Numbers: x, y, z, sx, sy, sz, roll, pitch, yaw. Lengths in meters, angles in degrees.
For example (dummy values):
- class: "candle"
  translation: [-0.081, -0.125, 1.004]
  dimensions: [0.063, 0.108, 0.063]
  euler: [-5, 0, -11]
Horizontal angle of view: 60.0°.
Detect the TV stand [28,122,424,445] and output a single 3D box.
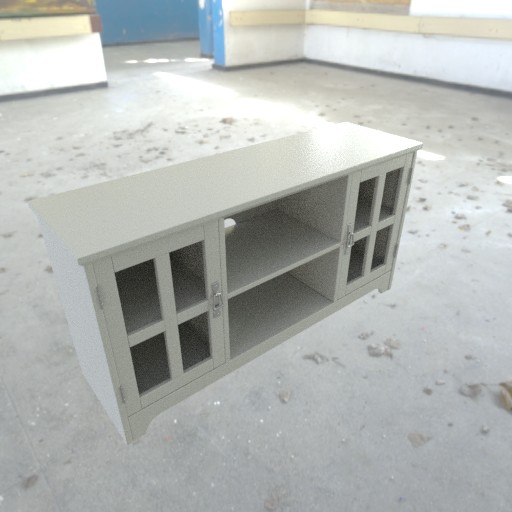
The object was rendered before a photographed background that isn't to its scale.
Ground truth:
- class: "TV stand"
  translation: [0.000, 0.000, 1.445]
  dimensions: [1.167, 0.603, 0.344]
  euler: [-23, 38, -32]
